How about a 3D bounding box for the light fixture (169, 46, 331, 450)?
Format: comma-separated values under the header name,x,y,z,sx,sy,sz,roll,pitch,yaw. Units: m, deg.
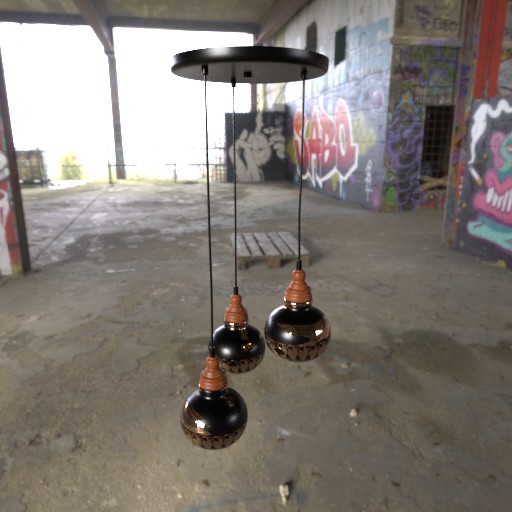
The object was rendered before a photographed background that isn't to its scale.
name,x,y,z,sx,sy,sz,roll,pitch,yaw
light fixture,0.000,0.000,1.737,0.605,1.410,0.608,2,15,8
